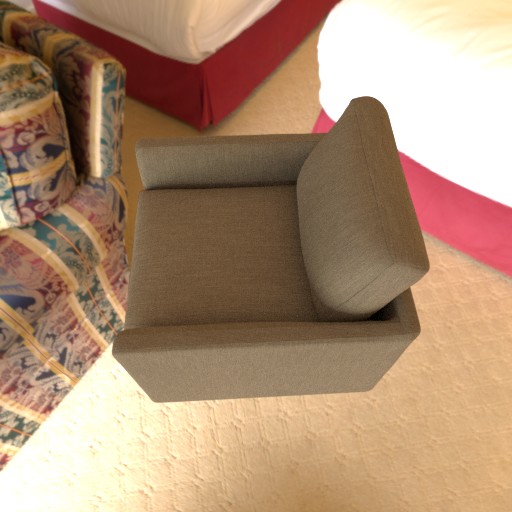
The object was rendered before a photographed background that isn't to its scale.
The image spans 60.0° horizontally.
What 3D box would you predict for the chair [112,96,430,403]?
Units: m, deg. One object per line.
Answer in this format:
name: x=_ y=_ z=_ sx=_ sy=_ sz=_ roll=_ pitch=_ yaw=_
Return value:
chair: x=0.000 y=0.000 z=1.479 sx=0.834 sy=0.811 sz=0.763 roll=-3 pitch=59 yaw=-2
